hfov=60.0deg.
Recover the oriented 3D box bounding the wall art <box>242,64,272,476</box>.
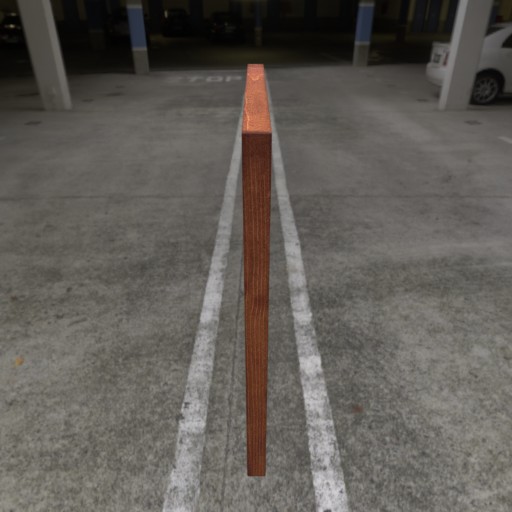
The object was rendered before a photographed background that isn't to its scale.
[{"bbox_3d":[0.000,0.000,0.773,0.030,0.558,0.462,0,31,0],"label":"wall art"}]
